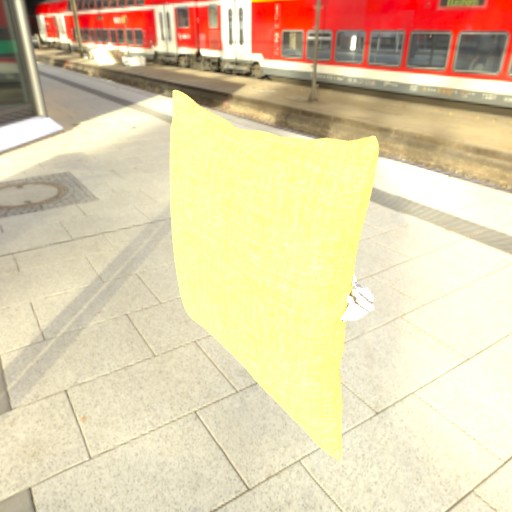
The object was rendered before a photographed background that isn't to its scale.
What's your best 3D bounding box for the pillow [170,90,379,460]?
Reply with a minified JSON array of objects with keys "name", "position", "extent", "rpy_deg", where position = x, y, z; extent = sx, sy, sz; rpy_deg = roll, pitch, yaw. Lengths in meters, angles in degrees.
[{"name":"pillow","position":[0.000,0.000,0.739],"extent":[0.167,0.481,0.485],"rpy_deg":[-18,33,-31]}]
